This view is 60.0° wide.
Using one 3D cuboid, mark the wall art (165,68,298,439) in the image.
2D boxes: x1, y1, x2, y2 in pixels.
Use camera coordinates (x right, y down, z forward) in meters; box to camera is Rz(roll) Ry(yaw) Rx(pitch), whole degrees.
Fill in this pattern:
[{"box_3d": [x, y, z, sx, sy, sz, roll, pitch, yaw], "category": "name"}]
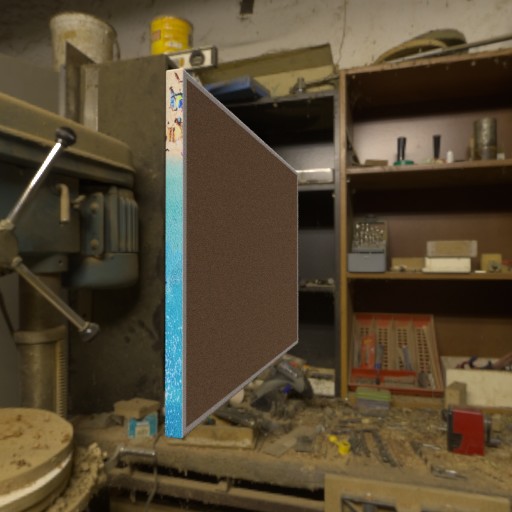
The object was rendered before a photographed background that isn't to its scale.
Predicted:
[{"box_3d": [0.000, 0.000, 1.464, 0.040, 0.769, 1.136, 0, -1, 18], "category": "wall art"}]
